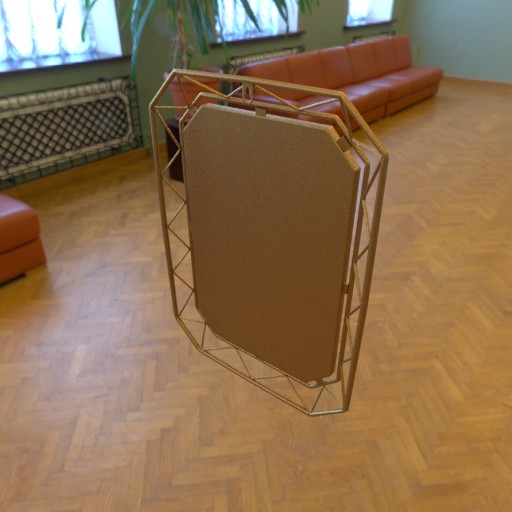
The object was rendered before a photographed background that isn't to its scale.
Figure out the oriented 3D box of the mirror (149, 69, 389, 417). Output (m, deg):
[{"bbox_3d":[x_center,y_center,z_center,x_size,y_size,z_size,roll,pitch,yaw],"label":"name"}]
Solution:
[{"bbox_3d":[0.000,0.000,0.738,0.417,0.566,0.042,22,37,31],"label":"mirror"}]
